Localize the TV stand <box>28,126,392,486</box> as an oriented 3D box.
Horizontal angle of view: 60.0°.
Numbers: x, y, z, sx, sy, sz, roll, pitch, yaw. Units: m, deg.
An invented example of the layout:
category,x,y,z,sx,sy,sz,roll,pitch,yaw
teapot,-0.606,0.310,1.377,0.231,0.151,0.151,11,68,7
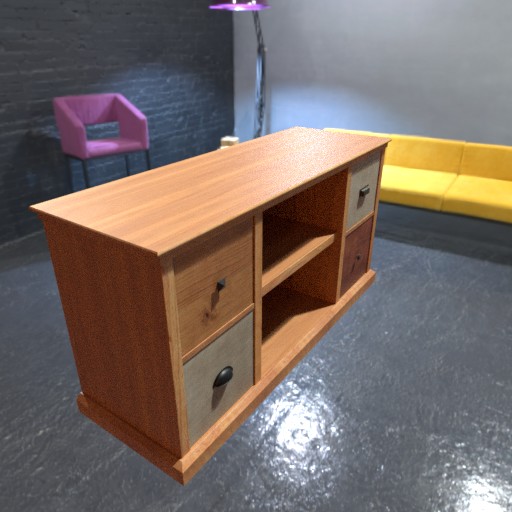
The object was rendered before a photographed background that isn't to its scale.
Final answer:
category,x,y,z,sx,sy,sz,roll,pitch,yaw
TV stand,0.000,0.000,1.445,0.417,0.607,1.181,17,31,31
